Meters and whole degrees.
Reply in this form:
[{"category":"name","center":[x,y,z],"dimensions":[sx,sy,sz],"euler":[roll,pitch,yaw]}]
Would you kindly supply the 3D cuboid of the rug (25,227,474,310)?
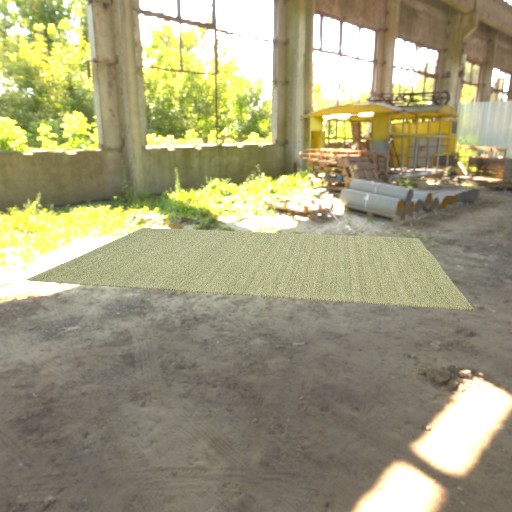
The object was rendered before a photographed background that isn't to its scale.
[{"category":"rug","center":[0.000,0.000,2.228],"dimensions":[1.747,0.006,1.143],"euler":[3,15,10]}]
